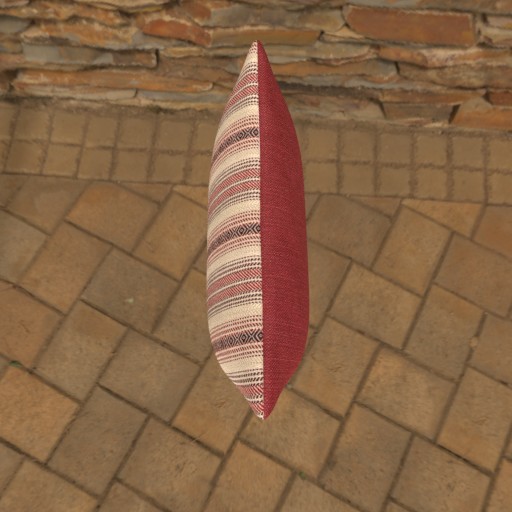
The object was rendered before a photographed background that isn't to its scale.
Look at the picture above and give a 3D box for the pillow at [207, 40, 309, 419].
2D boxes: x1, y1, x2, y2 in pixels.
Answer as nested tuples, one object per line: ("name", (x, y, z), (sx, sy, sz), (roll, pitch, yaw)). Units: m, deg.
("pillow", (0.000, 0.000, 0.795), (0.166, 0.497, 0.513), (-1, 74, 0))
